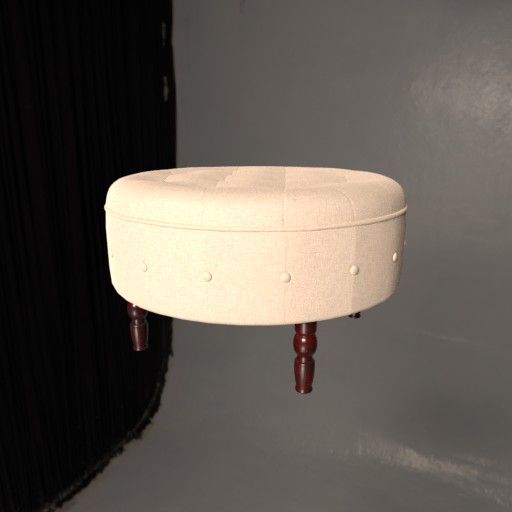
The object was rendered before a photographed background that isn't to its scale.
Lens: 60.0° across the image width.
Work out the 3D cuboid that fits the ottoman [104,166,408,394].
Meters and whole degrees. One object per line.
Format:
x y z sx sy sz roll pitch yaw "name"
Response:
0.000 0.000 1.349 0.848 0.494 0.848 0 15 0 "ottoman"
